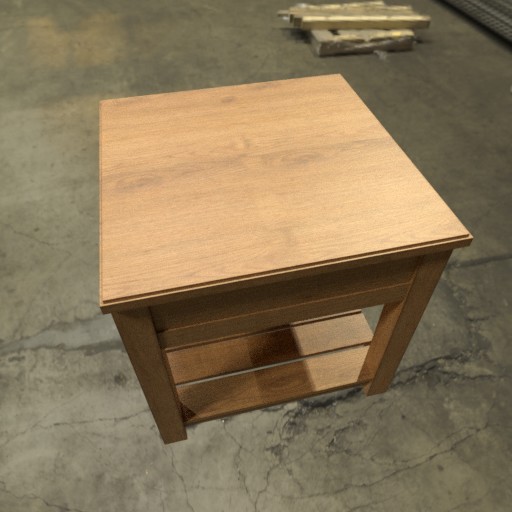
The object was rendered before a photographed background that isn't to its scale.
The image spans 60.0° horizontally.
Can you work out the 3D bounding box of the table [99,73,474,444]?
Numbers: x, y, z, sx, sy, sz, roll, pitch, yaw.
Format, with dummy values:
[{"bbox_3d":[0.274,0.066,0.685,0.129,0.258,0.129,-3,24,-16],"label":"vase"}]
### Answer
[{"bbox_3d":[0.000,0.000,1.105,0.612,0.593,0.616,-10,48,-9],"label":"table"}]
